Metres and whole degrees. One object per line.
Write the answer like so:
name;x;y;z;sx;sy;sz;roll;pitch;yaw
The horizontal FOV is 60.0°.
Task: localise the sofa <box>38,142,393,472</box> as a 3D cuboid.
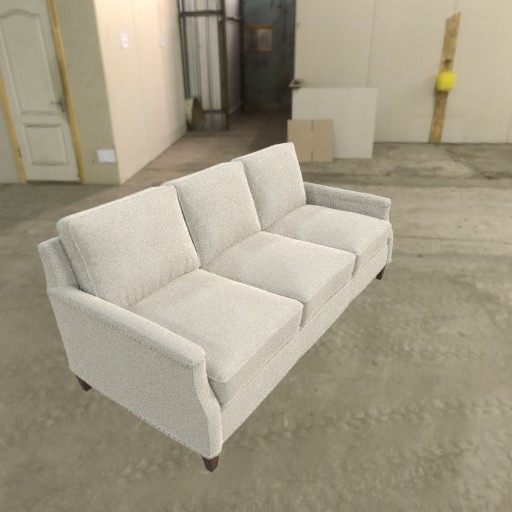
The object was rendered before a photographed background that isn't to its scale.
sofa;0.000;0.000;2.789;1.084;1.003;2.246;17;31;30
